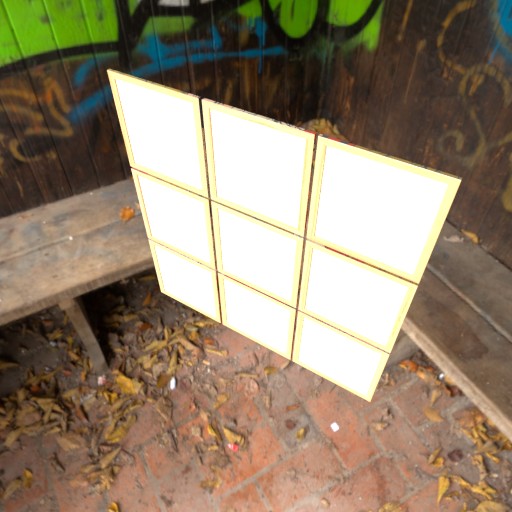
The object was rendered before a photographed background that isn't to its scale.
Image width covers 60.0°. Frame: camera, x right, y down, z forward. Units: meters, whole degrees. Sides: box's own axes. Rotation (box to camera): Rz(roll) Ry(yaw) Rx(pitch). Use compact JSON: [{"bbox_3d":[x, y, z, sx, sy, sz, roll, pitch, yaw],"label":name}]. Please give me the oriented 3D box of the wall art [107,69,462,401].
[{"bbox_3d":[0.000,0.000,1.763,1.206,1.218,0.013,24,51,21],"label":"wall art"}]
